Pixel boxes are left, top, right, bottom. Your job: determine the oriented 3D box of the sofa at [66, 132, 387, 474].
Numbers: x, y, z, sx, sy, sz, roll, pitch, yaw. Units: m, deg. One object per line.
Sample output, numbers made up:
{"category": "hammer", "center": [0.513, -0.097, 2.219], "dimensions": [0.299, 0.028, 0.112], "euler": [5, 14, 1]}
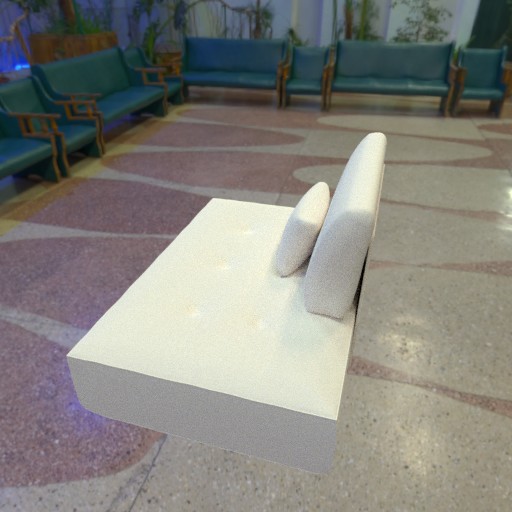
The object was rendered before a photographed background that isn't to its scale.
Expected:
{"category": "sofa", "center": [0.000, 0.000, 2.014], "dimensions": [1.000, 0.820, 1.450], "euler": [9, 33, 14]}
